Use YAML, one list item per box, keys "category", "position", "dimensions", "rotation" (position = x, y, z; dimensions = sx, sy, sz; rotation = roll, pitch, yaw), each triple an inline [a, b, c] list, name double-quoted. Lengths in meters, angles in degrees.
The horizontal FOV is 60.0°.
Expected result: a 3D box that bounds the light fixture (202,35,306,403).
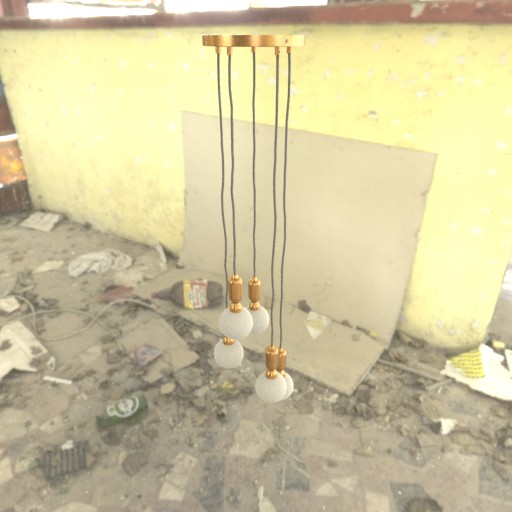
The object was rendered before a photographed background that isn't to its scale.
- category: "light fixture"
  position: [0.000, 0.000, 0.511]
  dimensions: [0.108, 0.457, 0.105]
  rotation: [-18, 32, -32]
